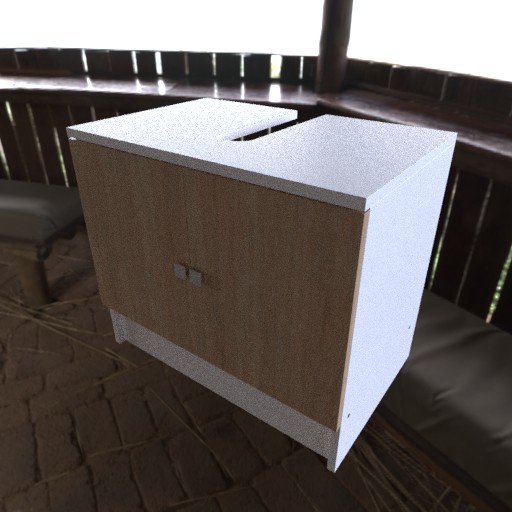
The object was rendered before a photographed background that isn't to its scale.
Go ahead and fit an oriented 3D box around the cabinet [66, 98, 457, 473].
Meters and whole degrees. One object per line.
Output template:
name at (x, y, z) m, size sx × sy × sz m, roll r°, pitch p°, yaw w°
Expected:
cabinet at (0.000, 0.000, 0.932) m, size 0.600 × 0.522 × 0.400 m, roll 20°, pitch 35°, yaw 31°
